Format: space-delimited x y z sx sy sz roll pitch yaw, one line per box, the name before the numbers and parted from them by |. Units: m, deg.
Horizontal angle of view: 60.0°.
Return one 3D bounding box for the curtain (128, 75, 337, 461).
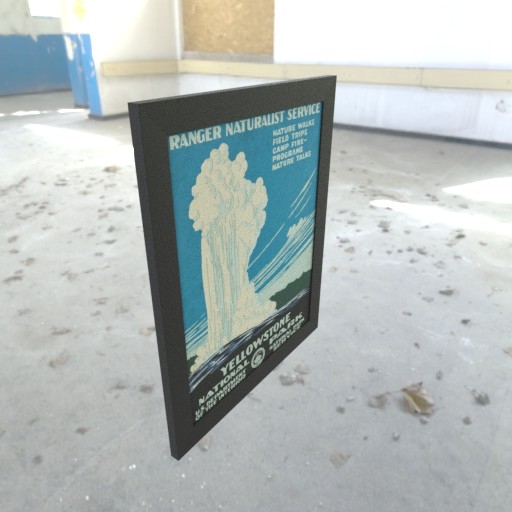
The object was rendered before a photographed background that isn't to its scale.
curtain | 0.000 0.000 0.811 0.027 0.585 0.483 18 32 32
